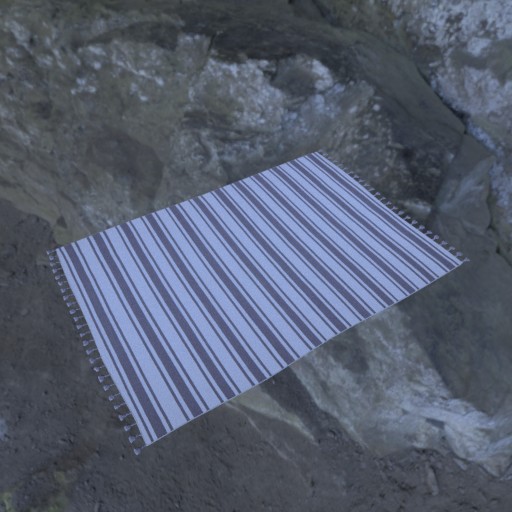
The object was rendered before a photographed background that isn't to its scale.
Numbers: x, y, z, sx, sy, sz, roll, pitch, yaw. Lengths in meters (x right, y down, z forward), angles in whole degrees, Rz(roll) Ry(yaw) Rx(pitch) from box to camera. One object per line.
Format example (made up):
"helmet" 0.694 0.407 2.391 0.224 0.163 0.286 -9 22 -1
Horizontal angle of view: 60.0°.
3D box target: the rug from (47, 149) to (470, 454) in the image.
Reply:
"rug" 0.000 0.000 3.790 3.040 0.017 2.030 -24 51 -22
